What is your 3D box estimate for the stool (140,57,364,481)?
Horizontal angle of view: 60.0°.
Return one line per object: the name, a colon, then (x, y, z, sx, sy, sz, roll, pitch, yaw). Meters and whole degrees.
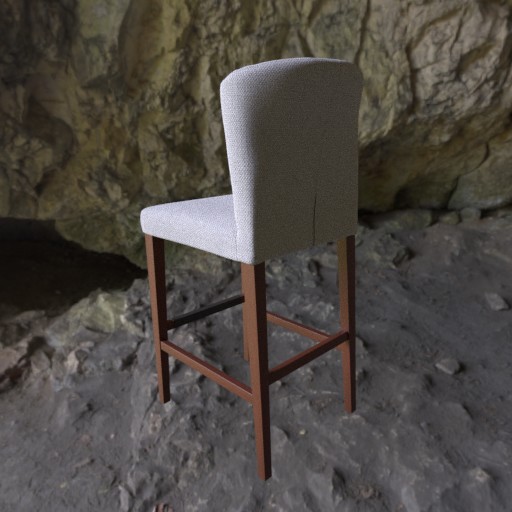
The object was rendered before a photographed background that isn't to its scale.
stool: (0.000, 0.000, 1.366, 0.568, 1.069, 0.481, 16, 22, 43)
